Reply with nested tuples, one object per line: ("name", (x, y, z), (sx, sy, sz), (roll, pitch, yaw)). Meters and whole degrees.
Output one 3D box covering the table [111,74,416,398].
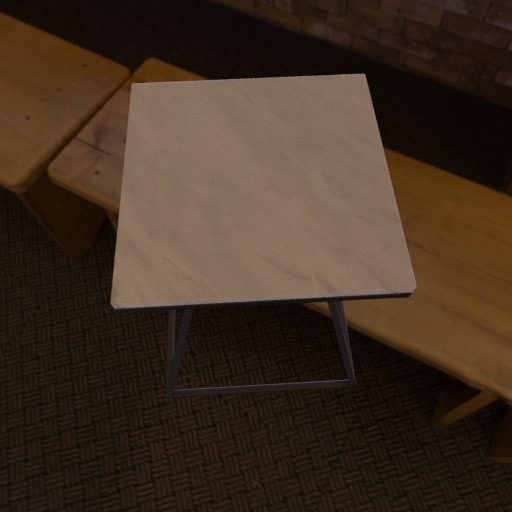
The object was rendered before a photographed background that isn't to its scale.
("table", (0.000, 0.000, 0.924), (0.455, 0.559, 0.455), (-3, 63, -2))
